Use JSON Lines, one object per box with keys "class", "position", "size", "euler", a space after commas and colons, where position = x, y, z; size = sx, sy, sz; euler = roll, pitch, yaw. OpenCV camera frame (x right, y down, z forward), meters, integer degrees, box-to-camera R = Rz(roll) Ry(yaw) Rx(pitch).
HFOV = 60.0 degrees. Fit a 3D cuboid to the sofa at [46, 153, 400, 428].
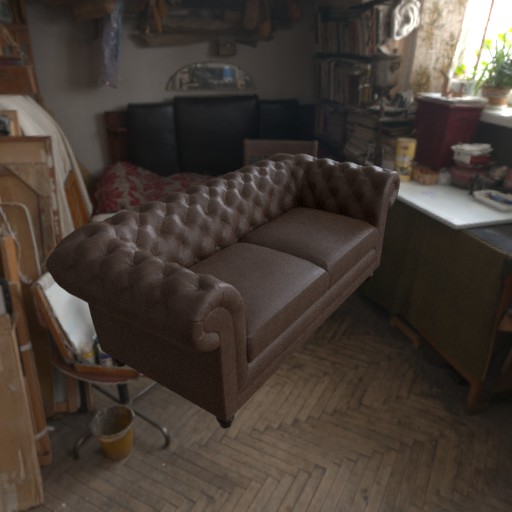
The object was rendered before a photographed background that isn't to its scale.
{"class": "sofa", "position": [0.000, 0.000, 2.553], "size": [0.955, 0.784, 2.048], "euler": [17, 31, 31]}
